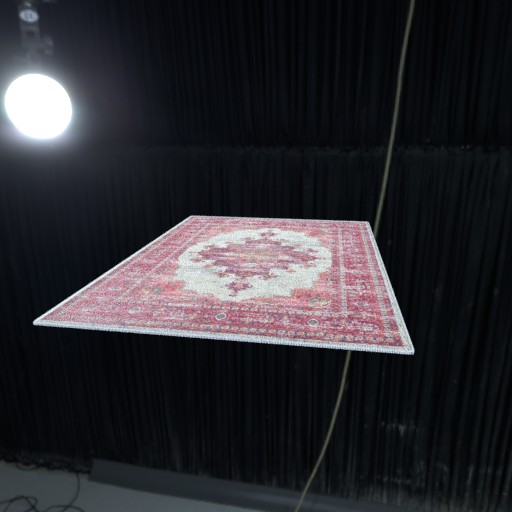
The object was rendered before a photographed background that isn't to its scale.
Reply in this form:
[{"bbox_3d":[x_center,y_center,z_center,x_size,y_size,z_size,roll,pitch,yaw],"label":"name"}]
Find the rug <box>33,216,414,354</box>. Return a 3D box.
[{"bbox_3d":[0.000,0.000,2.197,1.217,0.011,1.747,3,17,9],"label":"rug"}]
